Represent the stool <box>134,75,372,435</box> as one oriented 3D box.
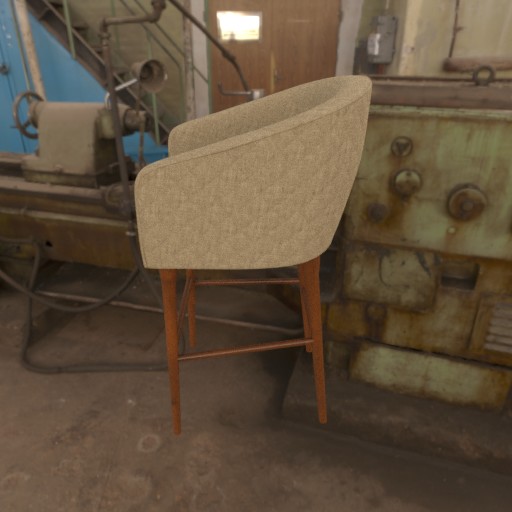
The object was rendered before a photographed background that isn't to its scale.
[{"bbox_3d":[0.000,0.000,1.431,0.607,1.078,0.559,0,27,-1],"label":"stool"}]
